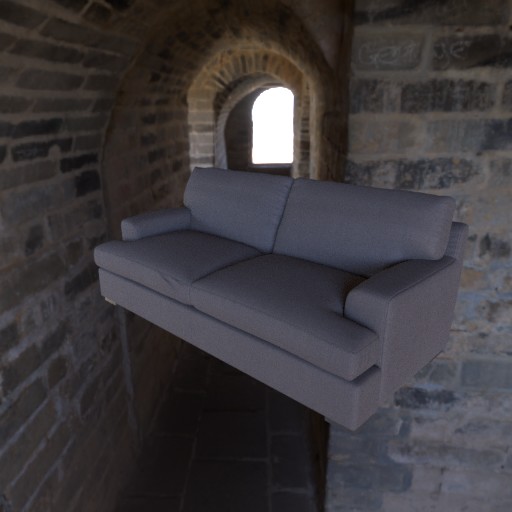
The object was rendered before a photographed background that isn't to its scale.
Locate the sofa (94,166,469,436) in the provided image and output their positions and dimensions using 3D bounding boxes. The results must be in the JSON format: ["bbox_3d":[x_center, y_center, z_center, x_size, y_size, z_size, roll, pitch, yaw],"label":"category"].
[{"bbox_3d":[0.000,0.000,2.867,2.271,0.950,1.140,16,24,41],"label":"sofa"}]
